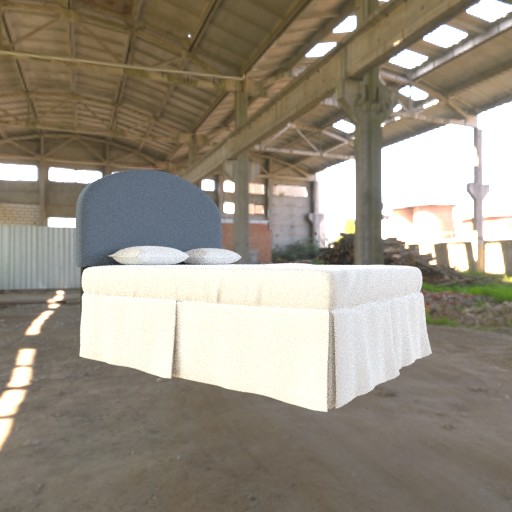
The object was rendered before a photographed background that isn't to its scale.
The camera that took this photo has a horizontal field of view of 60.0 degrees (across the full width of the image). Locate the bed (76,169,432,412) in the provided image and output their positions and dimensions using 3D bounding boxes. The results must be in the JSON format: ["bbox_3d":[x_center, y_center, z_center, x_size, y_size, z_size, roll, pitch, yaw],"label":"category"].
[{"bbox_3d":[0.000,0.000,3.125,2.005,1.410,1.607,0,-1,35],"label":"bed"}]
